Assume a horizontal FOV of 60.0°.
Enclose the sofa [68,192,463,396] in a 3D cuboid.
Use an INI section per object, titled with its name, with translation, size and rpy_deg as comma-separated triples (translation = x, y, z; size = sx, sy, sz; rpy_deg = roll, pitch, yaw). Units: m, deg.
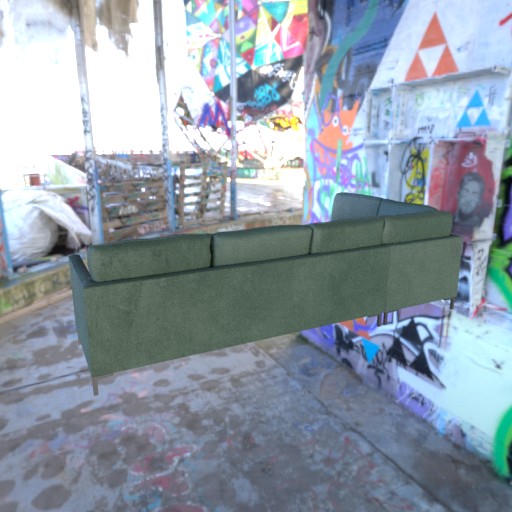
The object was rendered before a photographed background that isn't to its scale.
[sofa]
translation = 0.000, 0.000, 4.329
size = 3.384, 0.996, 2.048
rpy_deg = -7, 16, -26
